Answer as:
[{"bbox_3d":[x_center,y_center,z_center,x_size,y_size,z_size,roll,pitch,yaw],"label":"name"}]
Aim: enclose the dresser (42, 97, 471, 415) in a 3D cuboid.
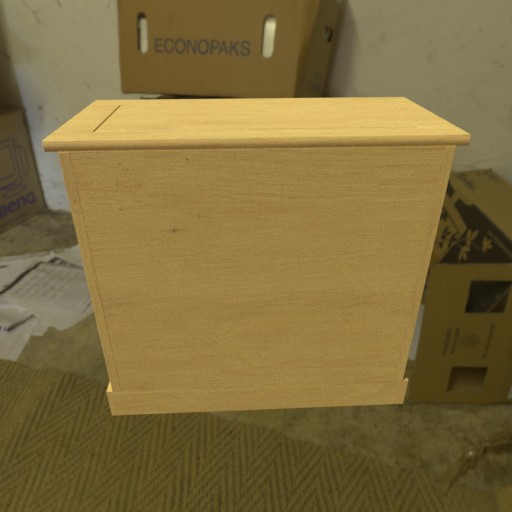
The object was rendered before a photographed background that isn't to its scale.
[{"bbox_3d":[0.000,0.000,1.341,0.915,0.835,0.440,-1,30,-3],"label":"dresser"}]
